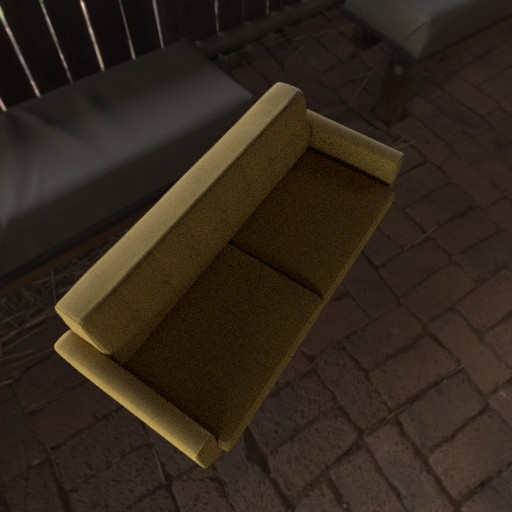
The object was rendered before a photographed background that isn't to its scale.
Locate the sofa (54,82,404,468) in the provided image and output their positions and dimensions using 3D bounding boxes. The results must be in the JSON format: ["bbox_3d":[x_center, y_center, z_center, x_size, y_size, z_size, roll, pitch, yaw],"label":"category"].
[{"bbox_3d":[0.000,0.000,2.476,0.909,0.841,2.029,30,64,17],"label":"sofa"}]
